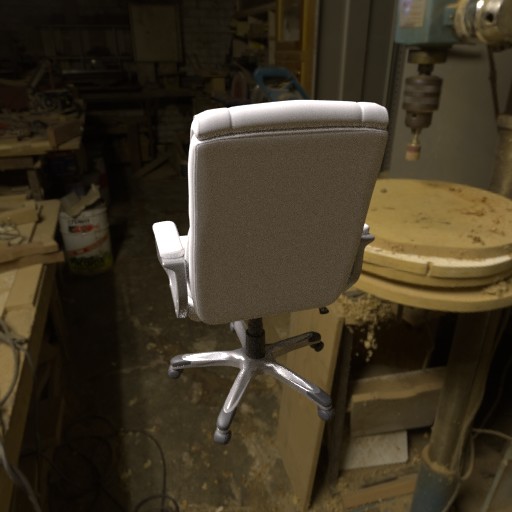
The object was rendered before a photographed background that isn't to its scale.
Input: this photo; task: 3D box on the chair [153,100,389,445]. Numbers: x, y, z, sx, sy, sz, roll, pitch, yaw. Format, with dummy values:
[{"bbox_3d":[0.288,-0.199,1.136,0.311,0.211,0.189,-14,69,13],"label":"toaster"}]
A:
[{"bbox_3d":[0.000,0.000,1.553,0.687,1.120,0.738,-7,28,-14],"label":"chair"}]
